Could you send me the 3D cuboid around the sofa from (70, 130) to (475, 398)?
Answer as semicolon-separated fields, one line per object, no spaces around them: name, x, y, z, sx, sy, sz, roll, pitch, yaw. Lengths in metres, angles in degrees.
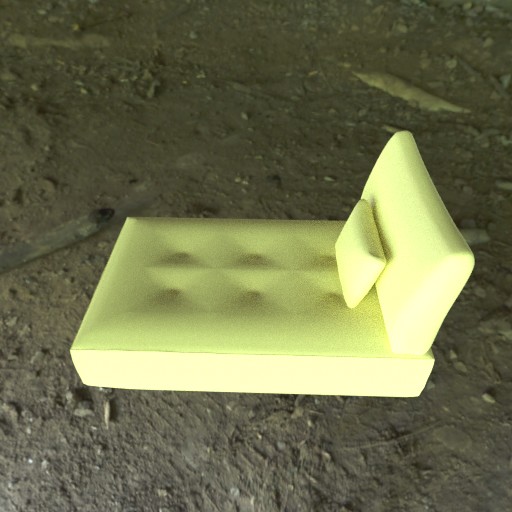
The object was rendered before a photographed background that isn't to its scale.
sofa;0.000;0.000;2.005;1.450;0.820;0.930;1;41;1
